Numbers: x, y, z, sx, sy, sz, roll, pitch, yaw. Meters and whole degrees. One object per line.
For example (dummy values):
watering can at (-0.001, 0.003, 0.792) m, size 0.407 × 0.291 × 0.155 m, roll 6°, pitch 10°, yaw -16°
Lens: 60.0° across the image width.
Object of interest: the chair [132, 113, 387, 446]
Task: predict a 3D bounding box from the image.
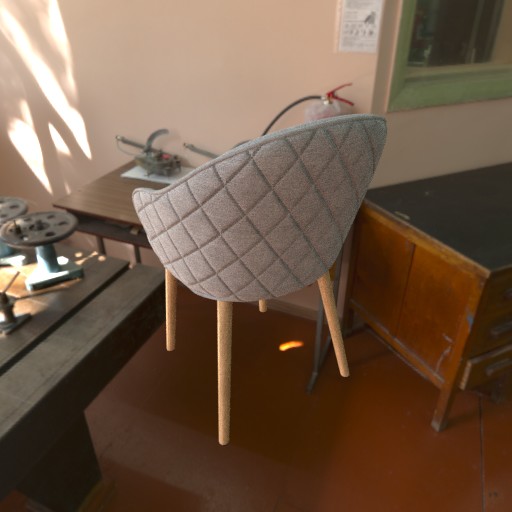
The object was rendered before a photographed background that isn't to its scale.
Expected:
chair at (0.000, 0.000, 1.143) m, size 0.540 × 0.800 × 0.530 m, roll -19°, pitch 36°, yaw -28°
